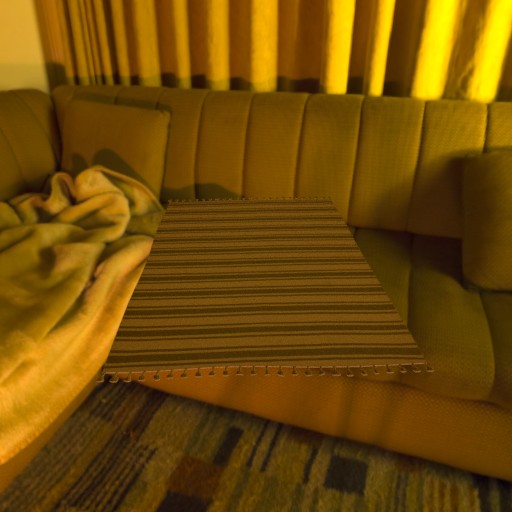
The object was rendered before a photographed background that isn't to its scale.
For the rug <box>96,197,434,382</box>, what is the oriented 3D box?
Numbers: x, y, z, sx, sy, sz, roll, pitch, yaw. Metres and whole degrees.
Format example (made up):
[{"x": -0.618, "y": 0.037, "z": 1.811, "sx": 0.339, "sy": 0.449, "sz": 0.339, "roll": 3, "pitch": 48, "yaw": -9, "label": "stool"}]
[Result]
[{"x": 0.000, "y": 0.000, "z": 2.348, "sx": 1.162, "sy": 0.013, "sz": 1.875, "roll": -1, "pitch": 27, "yaw": -2, "label": "rug"}]
